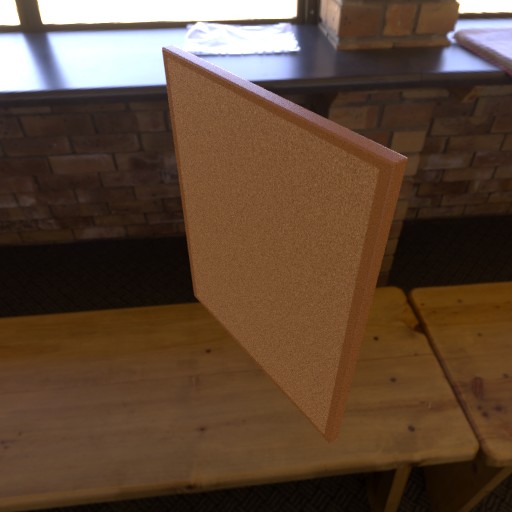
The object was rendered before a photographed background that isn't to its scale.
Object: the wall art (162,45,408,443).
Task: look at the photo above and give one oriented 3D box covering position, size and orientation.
[{"bbox_3d":[0.000,0.000,0.503,0.015,0.379,0.310,-27,48,-27],"label":"wall art"}]
